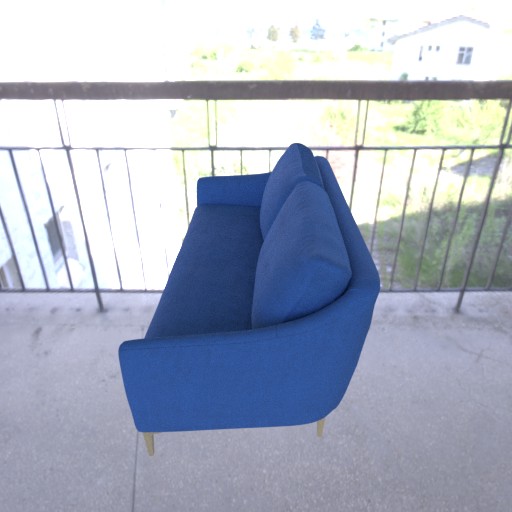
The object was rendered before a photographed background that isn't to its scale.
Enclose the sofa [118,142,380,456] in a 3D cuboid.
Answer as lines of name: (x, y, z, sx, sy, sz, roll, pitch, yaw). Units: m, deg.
sofa: (0.000, 0.000, 2.504, 0.960, 0.903, 2.036, 1, 27, 1)
